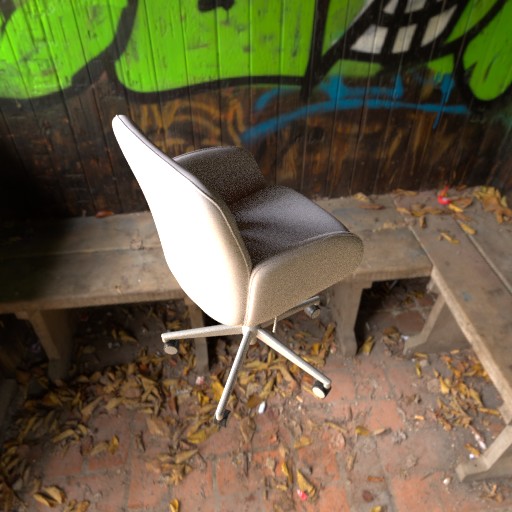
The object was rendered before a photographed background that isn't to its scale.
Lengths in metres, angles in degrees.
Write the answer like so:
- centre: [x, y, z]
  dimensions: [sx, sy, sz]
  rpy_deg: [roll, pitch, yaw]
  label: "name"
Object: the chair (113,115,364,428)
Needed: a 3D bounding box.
- centre: [0.000, 0.000, 1.401]
  dimensions: [0.633, 0.959, 0.648]
  rpy_deg: [-26, 48, -26]
  label: "chair"
